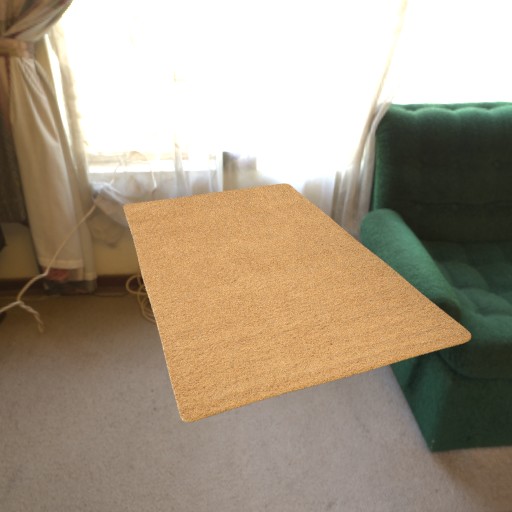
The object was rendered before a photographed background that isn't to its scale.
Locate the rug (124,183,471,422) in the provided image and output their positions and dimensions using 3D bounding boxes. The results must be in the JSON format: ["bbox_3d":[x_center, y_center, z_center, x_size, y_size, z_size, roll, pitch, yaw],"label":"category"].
[{"bbox_3d":[0.000,0.000,2.971,1.500,0.025,2.349,-10,31,-17],"label":"rug"}]
